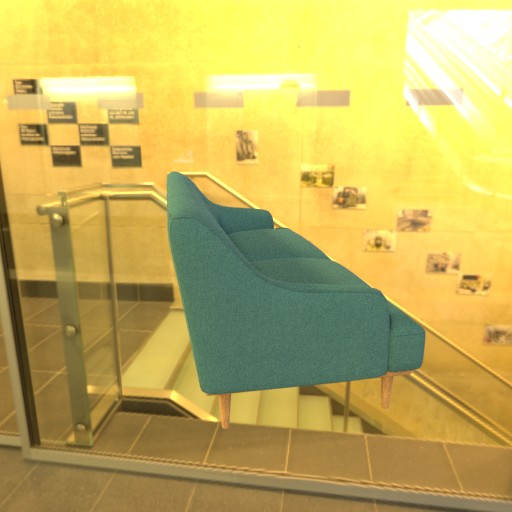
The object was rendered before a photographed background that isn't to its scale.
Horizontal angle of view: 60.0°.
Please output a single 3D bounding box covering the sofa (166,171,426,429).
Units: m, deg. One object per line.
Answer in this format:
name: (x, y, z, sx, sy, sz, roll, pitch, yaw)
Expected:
sofa: (0.000, 0.000, 2.568, 0.978, 0.871, 2.057, -3, 15, -11)
